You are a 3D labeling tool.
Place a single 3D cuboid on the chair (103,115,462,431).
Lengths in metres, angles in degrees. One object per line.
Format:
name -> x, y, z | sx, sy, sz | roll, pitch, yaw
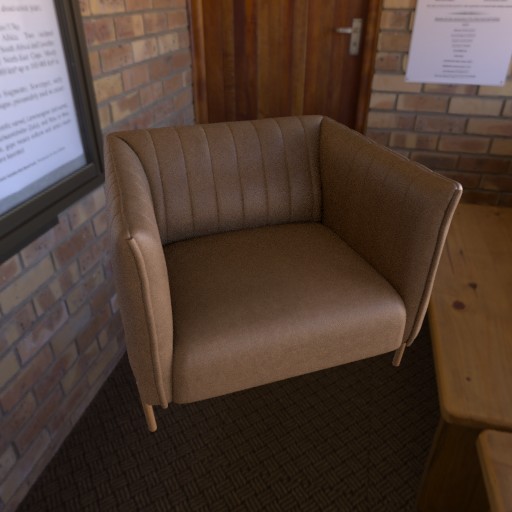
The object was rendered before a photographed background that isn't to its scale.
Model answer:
chair -> 0.000, 0.000, 1.609 | 0.981, 0.779, 0.876 | -10, 32, -16
